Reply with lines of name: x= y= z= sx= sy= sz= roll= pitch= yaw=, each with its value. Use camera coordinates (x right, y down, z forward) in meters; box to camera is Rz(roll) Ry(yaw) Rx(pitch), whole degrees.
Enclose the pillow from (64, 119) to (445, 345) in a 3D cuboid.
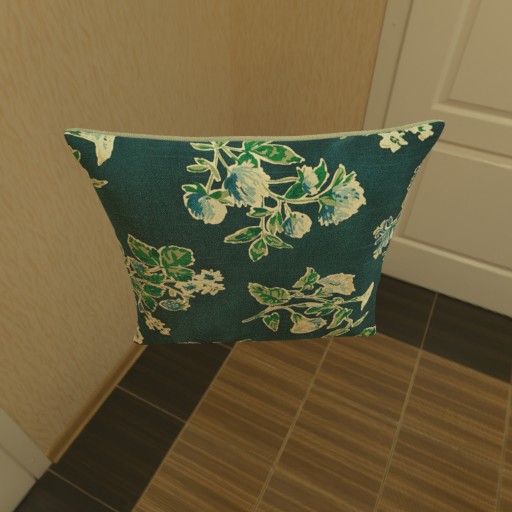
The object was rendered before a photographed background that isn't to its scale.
pillow: x=0.000 y=0.000 z=0.785 sx=0.525 sy=0.508 sz=0.166 roll=-2 pitch=46 yaw=-2
